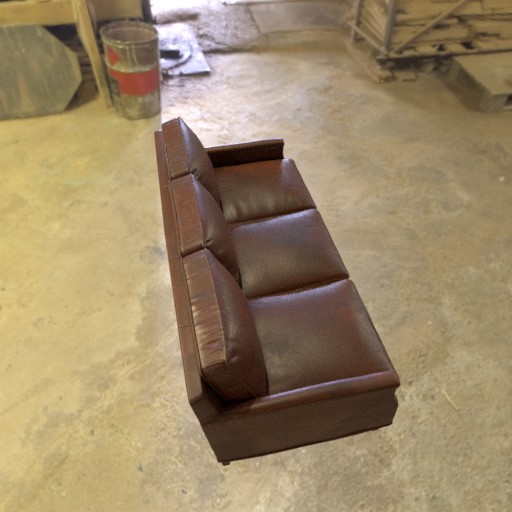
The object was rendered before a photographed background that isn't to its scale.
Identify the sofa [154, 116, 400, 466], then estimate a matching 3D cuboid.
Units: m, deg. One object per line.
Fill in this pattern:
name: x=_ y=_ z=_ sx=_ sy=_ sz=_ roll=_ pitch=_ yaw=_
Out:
sofa: x=0.000 y=0.000 z=2.885 sx=1.084 sy=1.003 sz=2.240 roll=-9 pitch=48 yaw=-9
